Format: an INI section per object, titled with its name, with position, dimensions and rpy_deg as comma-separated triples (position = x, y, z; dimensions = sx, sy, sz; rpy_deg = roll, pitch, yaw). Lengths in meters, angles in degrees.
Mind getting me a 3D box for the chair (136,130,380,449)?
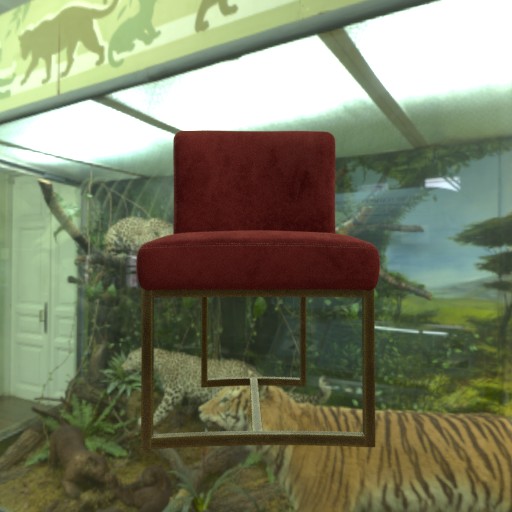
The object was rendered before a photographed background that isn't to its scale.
[chair]
position = 0.000, 0.000, 1.201
dimensions = 0.530, 0.824, 0.560
rpy_deg = 0, -1, -1
